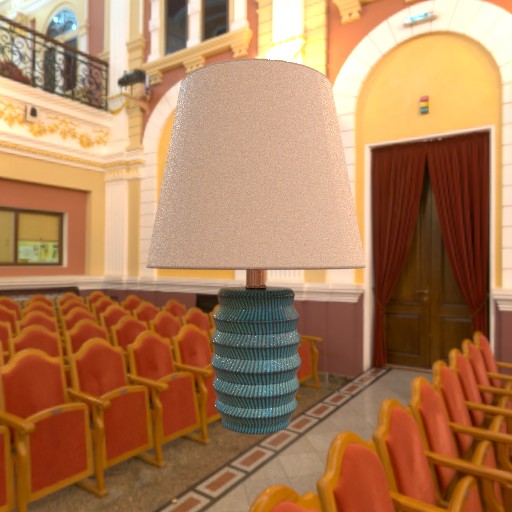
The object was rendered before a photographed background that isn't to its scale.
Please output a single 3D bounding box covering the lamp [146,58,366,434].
[{"bbox_3d":[0.000,0.000,0.528,0.254,0.392,0.254,0,0,0],"label":"lamp"}]
